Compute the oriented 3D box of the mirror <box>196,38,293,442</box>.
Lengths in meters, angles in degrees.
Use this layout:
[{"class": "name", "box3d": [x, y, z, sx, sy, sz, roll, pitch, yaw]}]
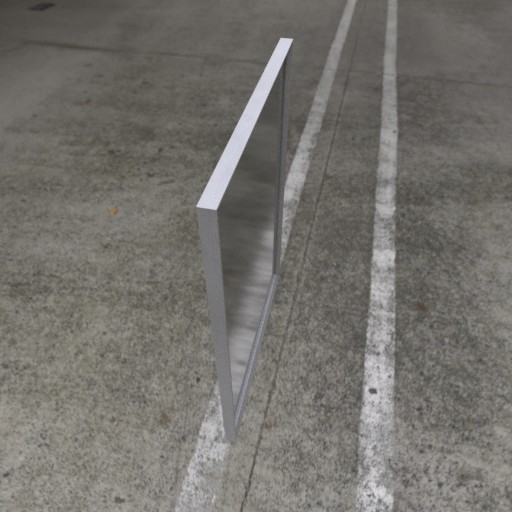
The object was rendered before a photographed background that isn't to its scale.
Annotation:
[{"class": "mirror", "box3d": [0.000, 0.000, 1.372, 0.041, 1.016, 0.762, 10, 47, 9]}]
